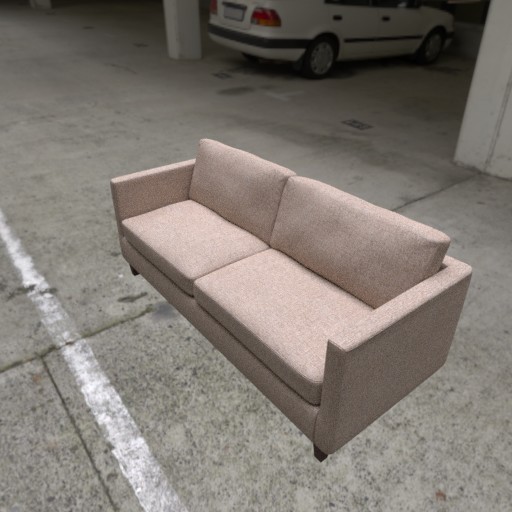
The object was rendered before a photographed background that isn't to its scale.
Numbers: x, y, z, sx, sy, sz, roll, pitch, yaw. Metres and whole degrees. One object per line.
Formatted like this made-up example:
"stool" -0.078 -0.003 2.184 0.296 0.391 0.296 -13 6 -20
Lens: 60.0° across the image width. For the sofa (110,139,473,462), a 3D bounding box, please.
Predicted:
"sofa" 0.000 0.000 2.733 0.951 0.965 2.208 -22 37 -32
